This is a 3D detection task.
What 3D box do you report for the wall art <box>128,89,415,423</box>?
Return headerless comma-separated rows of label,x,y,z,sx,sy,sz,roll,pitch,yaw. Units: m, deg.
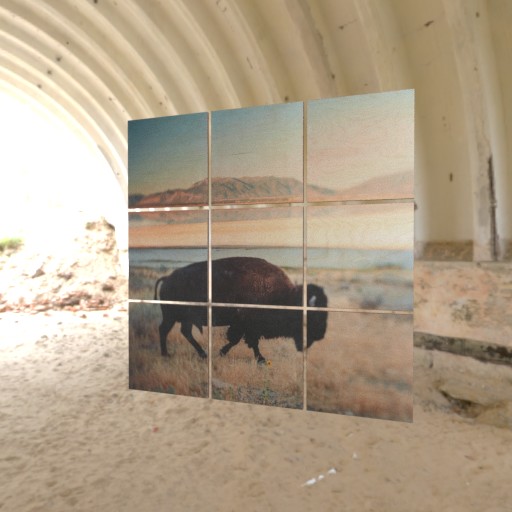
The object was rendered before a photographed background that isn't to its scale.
wall art,0.000,0.000,1.821,1.221,1.218,0.019,0,1,19
